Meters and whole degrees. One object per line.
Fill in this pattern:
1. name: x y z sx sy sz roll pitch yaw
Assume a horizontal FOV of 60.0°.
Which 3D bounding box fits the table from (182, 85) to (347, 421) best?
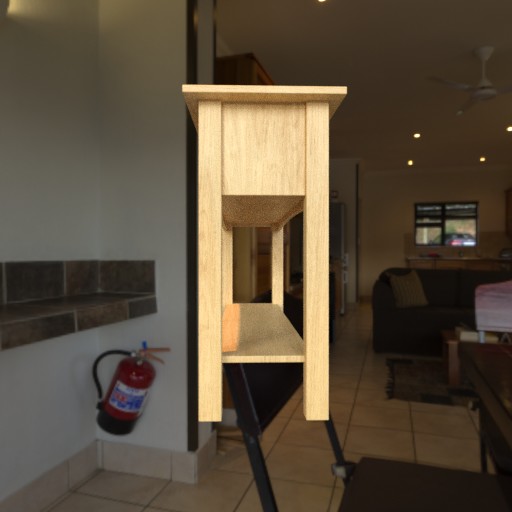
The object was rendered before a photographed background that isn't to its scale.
1. table: 0.000 0.000 1.560 0.350 0.730 1.240 0 0 -2
